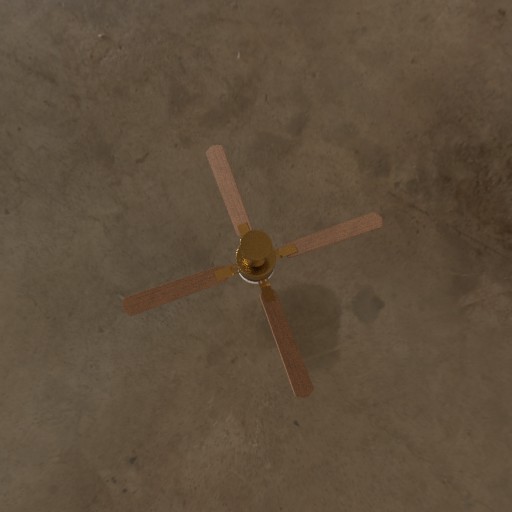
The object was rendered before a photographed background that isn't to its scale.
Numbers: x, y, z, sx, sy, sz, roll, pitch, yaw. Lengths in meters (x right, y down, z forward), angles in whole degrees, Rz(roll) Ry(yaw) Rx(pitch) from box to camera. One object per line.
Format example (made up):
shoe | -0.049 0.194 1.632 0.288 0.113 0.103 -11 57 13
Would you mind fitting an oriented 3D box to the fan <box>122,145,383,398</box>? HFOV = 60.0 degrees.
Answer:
fan | 0.000 0.000 2.025 1.320 0.355 1.320 -19 75 -5
